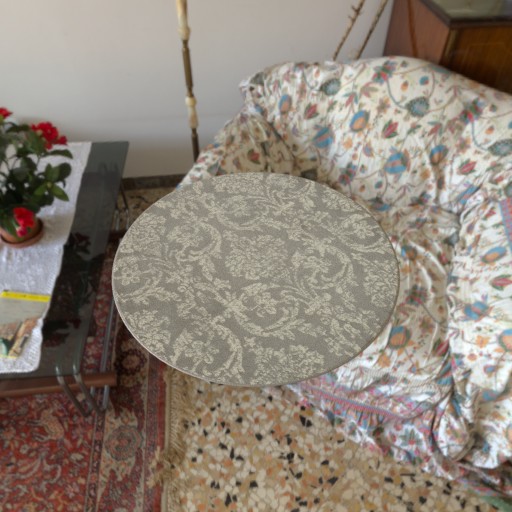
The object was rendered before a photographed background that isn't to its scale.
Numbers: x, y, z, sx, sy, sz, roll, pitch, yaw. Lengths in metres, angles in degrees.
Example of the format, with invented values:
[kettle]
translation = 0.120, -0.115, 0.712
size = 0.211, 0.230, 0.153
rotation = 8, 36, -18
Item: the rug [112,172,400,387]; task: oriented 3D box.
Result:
[rug]
translation = 0.000, 0.000, 2.510
size = 1.593, 0.012, 1.593
rotation = 0, 47, 0
